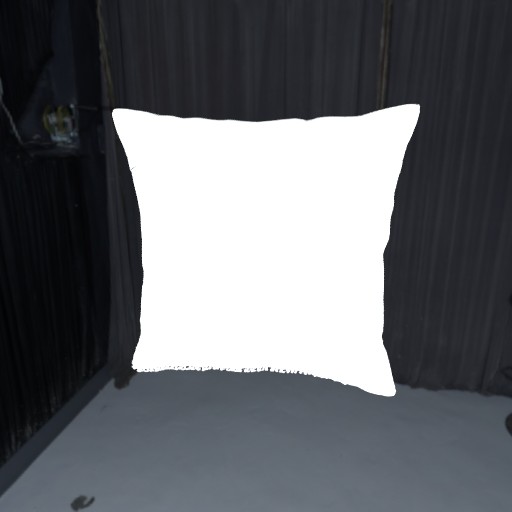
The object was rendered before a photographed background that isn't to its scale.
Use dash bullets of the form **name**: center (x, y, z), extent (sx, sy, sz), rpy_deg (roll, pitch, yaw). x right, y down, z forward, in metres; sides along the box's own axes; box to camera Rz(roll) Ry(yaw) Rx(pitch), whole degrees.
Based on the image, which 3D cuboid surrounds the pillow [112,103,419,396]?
- **pillow**: center (0.000, 0.000, 0.730), extent (0.475, 0.473, 0.178), rpy_deg (3, 16, 10)
